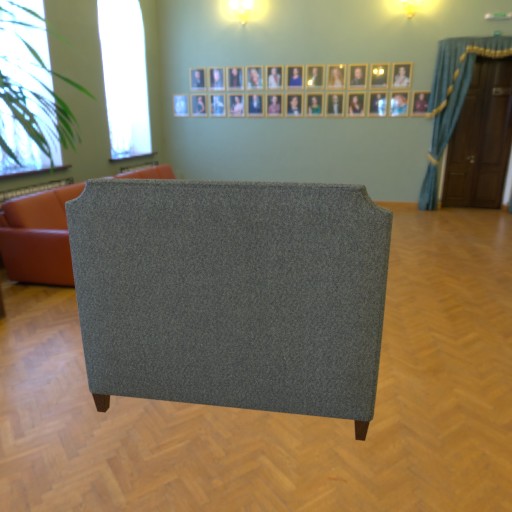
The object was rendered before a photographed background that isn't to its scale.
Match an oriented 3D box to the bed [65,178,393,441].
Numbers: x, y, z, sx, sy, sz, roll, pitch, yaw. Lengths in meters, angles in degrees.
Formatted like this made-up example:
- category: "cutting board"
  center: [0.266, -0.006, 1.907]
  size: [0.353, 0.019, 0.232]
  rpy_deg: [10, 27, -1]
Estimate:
- category: "bed"
  center: [0.000, 0.000, 3.495]
  size: [1.712, 1.443, 2.372]
  rpy_deg: [3, 17, 9]
